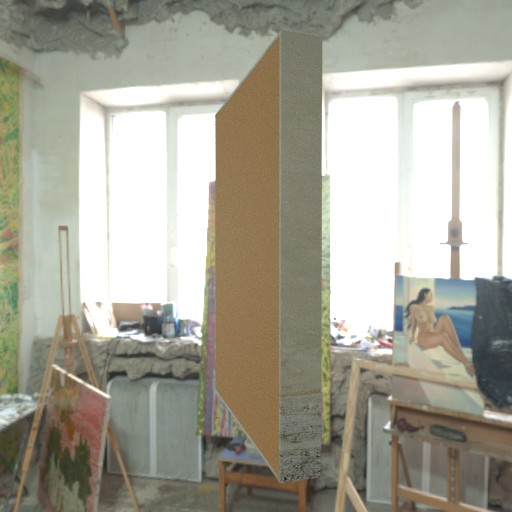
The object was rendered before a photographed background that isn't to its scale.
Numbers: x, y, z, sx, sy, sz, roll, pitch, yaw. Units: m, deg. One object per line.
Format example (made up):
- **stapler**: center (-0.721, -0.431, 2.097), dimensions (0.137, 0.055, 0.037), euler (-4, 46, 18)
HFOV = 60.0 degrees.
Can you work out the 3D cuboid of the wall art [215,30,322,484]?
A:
- **wall art**: center (0.000, 0.000, 0.498), dimensions (0.038, 0.381, 0.254), euler (0, 1, -18)
